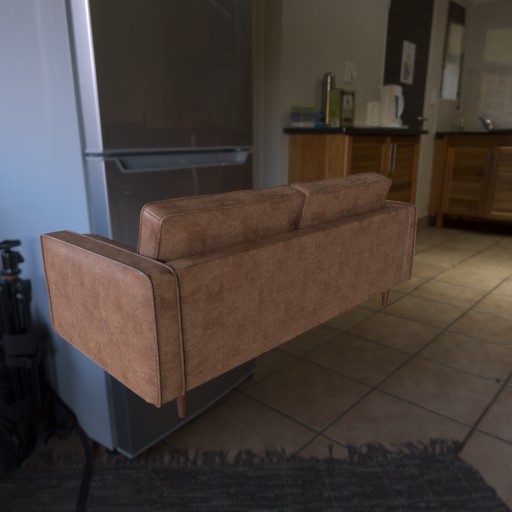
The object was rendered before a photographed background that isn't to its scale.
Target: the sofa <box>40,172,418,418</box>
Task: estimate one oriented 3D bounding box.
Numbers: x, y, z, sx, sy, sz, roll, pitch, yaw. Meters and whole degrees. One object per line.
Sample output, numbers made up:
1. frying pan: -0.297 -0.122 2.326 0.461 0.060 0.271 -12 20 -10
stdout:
1. sofa: 0.000 0.000 2.399 0.924 0.825 1.920 15 22 42
